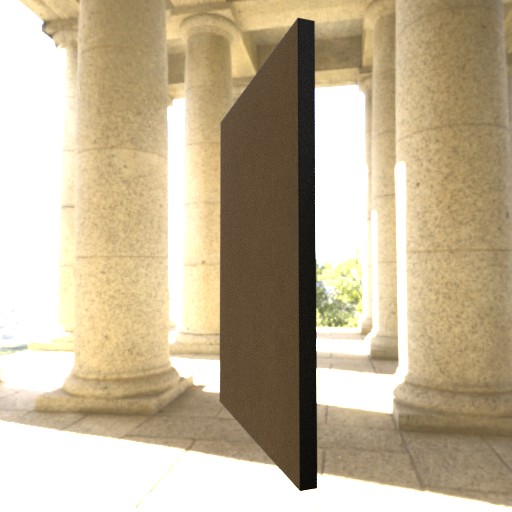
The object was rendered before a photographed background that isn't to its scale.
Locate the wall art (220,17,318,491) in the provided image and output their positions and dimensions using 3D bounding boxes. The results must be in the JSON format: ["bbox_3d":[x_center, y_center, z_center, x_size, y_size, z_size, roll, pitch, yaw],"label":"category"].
[{"bbox_3d":[0.000,0.000,0.576,0.019,0.455,0.314,1,-3,-18],"label":"wall art"}]
